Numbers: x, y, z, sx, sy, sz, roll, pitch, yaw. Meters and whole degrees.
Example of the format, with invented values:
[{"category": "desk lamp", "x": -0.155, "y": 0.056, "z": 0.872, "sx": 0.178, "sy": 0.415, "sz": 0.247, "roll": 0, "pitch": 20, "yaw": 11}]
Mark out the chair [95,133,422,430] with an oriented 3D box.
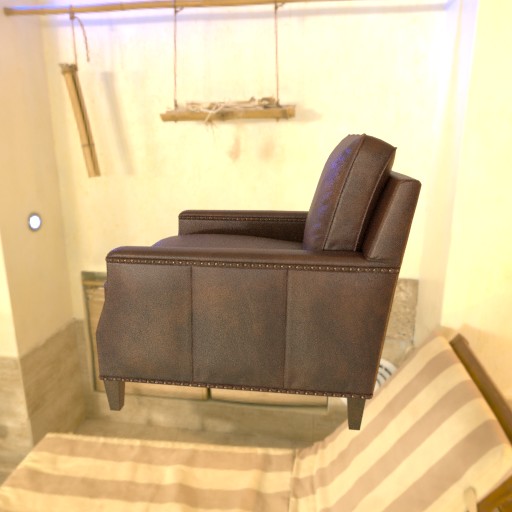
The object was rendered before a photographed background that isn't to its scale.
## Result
[{"category": "chair", "x": 0.000, "y": 0.000, "z": 1.743, "sx": 1.014, "sy": 0.929, "sz": 0.853, "roll": 2, "pitch": 15, "yaw": 7}]
